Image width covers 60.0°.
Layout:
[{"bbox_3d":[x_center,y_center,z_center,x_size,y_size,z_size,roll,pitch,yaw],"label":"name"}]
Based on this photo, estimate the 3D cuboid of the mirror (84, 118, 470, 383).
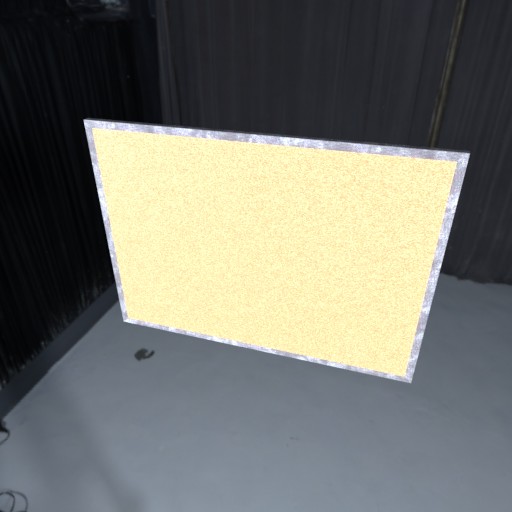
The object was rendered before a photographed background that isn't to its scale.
[{"bbox_3d":[0.000,0.000,1.437,1.101,0.795,0.022,9,32,15],"label":"mirror"}]
